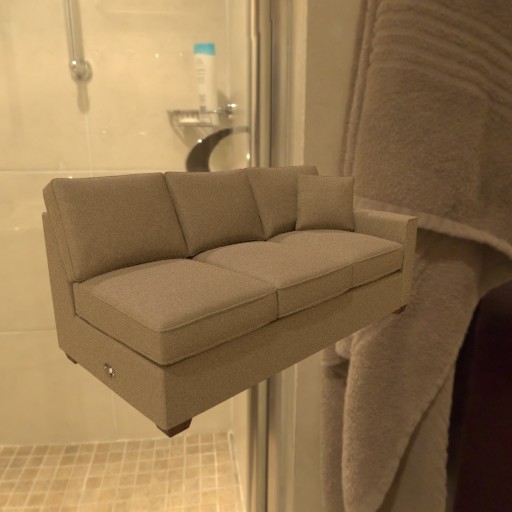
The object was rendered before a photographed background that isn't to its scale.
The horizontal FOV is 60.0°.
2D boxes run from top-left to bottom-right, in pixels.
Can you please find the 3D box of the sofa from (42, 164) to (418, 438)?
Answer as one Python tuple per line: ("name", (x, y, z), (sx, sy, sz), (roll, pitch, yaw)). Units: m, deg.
("sofa", (0.000, 0.000, 2.522), (1.963, 0.946, 1.034), (-14, 20, -43))
